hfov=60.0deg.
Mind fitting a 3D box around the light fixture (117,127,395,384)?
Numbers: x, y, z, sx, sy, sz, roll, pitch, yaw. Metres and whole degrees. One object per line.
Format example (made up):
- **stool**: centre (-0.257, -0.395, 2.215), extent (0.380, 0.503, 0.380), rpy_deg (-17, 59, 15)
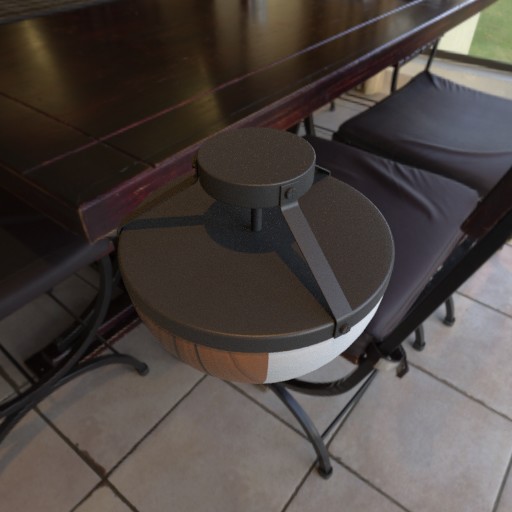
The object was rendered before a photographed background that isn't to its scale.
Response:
- **light fixture**: centre (0.000, 0.000, 0.522), extent (0.304, 0.269, 0.304), rpy_deg (0, 42, 0)
